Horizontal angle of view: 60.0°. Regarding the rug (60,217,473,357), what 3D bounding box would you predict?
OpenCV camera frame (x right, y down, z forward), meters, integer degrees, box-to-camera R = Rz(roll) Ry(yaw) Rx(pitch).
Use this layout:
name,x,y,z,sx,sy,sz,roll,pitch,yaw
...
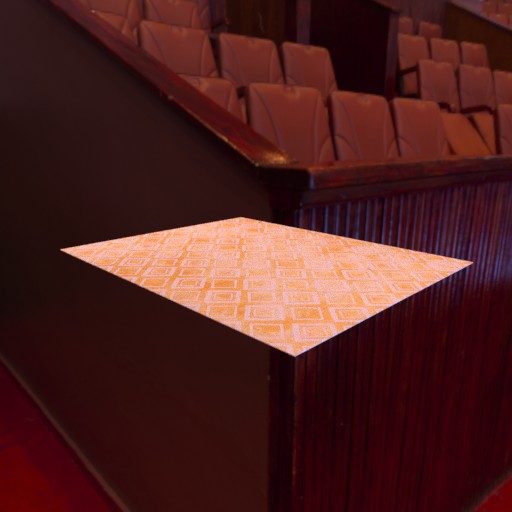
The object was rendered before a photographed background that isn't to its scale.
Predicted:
name,x,y,z,sx,sy,sz,roll,pitch,yaw
rug,0.000,0.000,4.158,2.433,0.011,3.037,-15,22,-43
